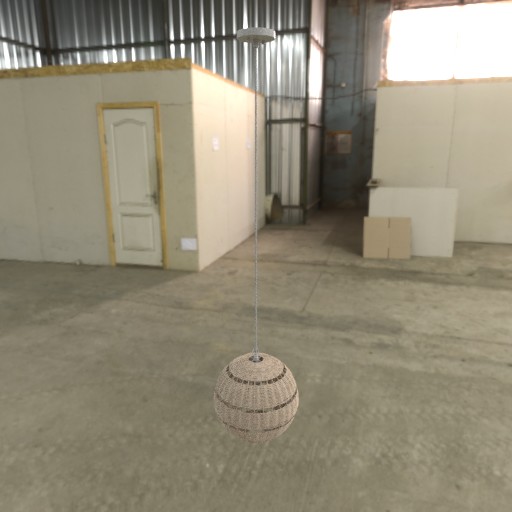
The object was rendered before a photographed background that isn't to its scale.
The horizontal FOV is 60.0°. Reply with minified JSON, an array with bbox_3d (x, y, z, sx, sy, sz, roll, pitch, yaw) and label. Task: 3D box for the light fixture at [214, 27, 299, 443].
[{"bbox_3d":[0.000,0.000,2.190,0.457,2.019,0.457,14,20,42],"label":"light fixture"}]
